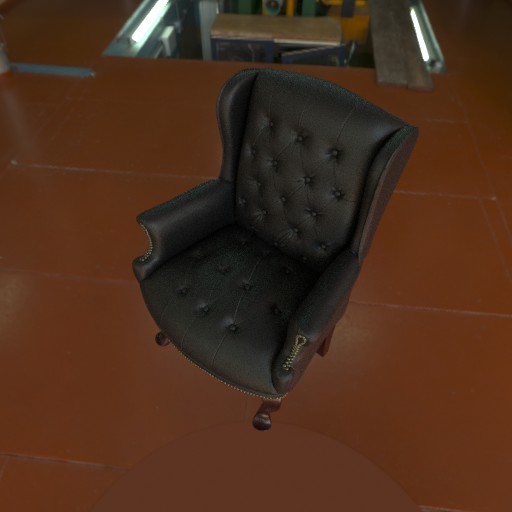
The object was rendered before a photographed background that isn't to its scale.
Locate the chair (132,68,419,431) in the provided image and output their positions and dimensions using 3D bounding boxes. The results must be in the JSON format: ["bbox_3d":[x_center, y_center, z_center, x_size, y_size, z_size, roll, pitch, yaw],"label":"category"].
[{"bbox_3d":[0.000,0.000,1.691,0.831,1.133,0.822,33,56,26],"label":"chair"}]
